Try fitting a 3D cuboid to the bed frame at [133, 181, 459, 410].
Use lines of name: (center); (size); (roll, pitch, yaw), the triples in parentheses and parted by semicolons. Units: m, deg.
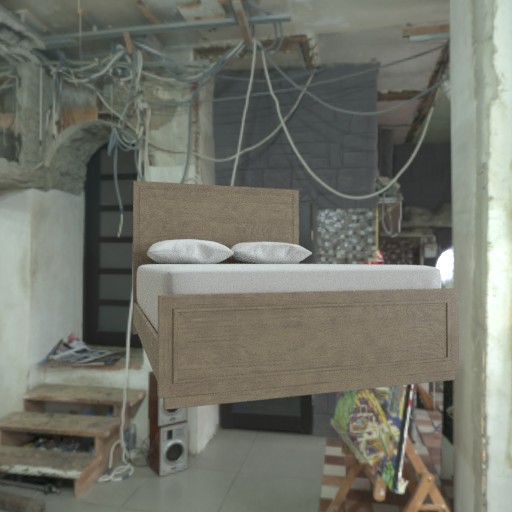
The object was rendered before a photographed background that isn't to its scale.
bed frame: (0.000, 0.000, 3.205); (1.606, 1.369, 2.189); (0, -1, -18)
